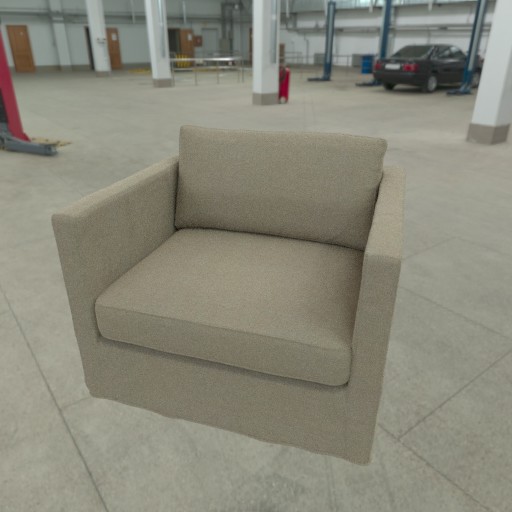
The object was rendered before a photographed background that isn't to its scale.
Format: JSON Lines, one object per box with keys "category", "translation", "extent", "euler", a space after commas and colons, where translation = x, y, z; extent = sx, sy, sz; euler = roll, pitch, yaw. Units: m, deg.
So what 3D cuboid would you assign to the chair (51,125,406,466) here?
{"category": "chair", "translation": [0.000, 0.000, 1.702], "extent": [1.057, 0.863, 0.949], "euler": [8, 27, 16]}
